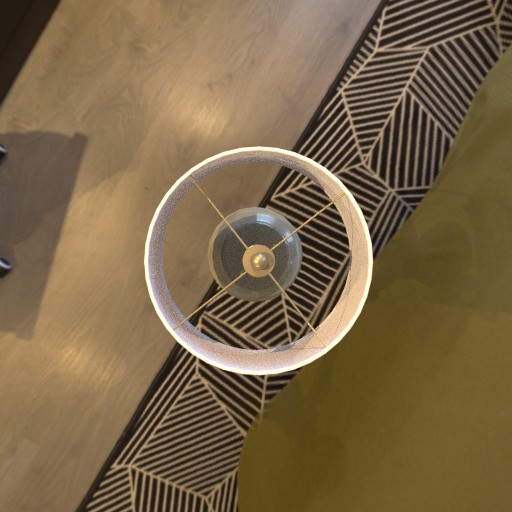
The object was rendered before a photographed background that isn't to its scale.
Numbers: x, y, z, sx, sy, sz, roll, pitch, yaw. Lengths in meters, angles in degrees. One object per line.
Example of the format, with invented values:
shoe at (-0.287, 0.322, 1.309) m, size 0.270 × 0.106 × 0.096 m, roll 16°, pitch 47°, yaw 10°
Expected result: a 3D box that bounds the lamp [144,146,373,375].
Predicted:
lamp at (0.000, 0.000, 0.563) m, size 0.239 × 0.399 × 0.239 m, roll 0°, pitch 91°, yaw -1°
